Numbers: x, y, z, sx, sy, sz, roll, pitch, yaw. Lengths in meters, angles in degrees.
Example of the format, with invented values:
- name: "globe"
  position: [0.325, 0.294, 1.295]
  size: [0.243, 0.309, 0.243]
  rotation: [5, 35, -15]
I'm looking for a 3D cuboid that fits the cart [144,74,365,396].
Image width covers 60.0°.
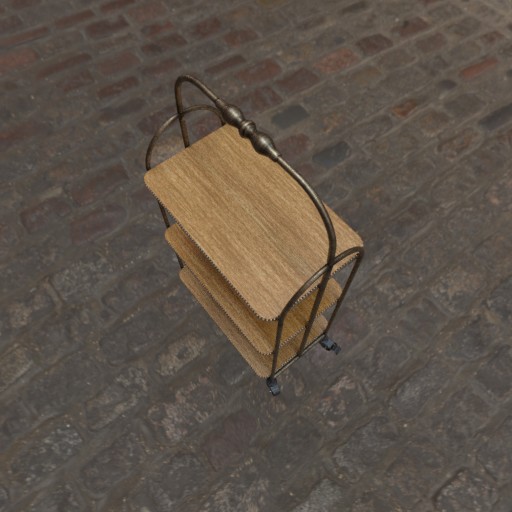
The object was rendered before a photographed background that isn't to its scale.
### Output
- name: "cart"
  position: [0.000, 0.000, 1.318]
  size: [0.330, 1.052, 0.650]
  rotation: [-36, 68, -17]
